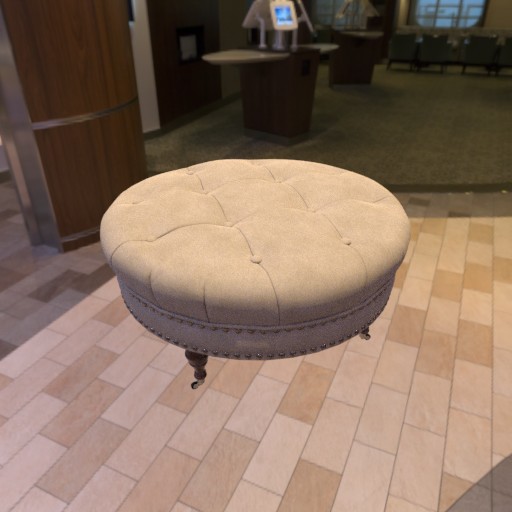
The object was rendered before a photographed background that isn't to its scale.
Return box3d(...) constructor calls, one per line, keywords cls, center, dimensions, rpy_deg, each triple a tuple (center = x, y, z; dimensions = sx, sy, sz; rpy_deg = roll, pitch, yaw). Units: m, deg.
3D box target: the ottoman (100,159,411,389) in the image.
box3d(cls="ottoman", center=(0.000, 0.000, 1.412), dimensions=(0.901, 0.439, 0.901), rpy_deg=(0, 30, 0))
